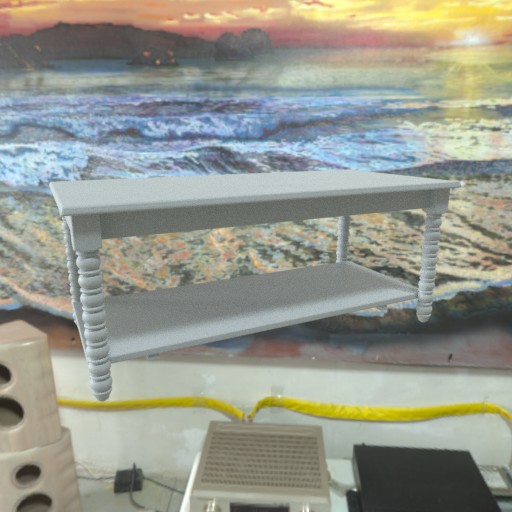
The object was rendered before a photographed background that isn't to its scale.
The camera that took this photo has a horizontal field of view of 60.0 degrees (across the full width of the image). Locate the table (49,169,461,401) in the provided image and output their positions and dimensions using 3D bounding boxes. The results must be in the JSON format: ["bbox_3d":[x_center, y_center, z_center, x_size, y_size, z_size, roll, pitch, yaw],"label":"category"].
[{"bbox_3d":[0.000,0.000,1.461,1.171,0.487,0.580,-7,17,-25],"label":"table"}]
